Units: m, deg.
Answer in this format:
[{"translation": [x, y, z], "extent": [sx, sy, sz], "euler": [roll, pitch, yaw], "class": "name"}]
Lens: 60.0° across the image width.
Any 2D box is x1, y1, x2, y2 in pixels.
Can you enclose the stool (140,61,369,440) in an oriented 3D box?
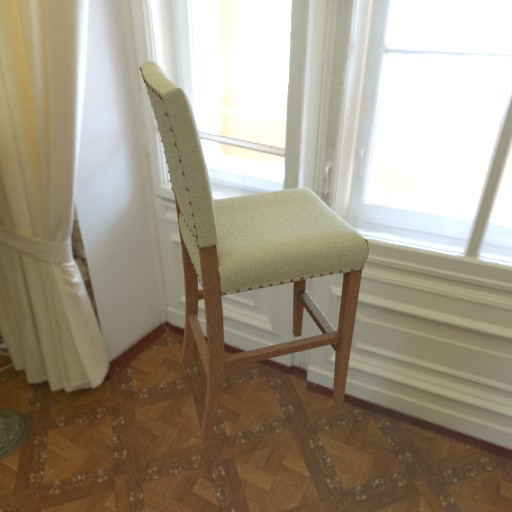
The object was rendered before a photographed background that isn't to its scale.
[{"translation": [0.000, 0.000, 1.479], "extent": [0.584, 1.168, 0.445], "euler": [-10, 33, -16], "class": "stool"}]
